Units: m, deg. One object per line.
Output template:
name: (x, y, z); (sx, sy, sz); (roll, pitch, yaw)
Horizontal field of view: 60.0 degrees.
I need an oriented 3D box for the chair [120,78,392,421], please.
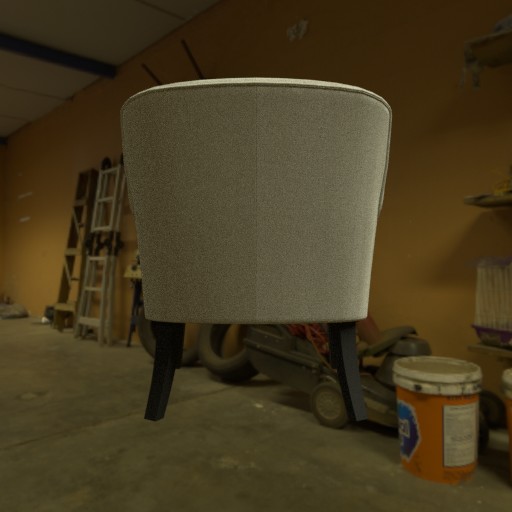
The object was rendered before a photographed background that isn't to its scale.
chair: (0.000, 0.000, 1.447); (0.781, 0.875, 0.750); (0, -1, 0)
